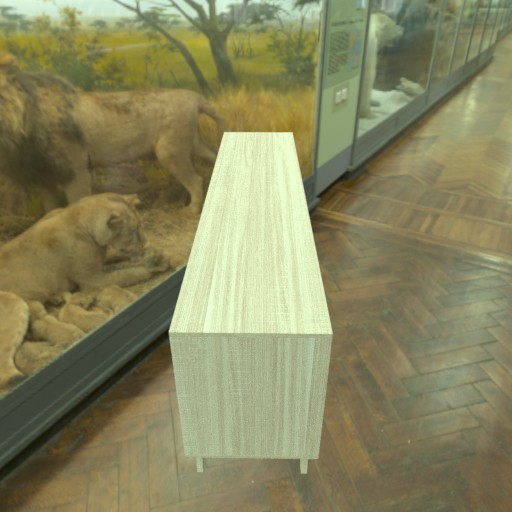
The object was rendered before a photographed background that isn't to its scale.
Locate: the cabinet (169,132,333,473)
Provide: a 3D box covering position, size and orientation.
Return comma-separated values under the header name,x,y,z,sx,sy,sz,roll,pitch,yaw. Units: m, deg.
name,x,y,z,sx,sy,sz,roll,pitch,yaw
cabinet,0.000,0.000,2.493,0.500,0.780,2.200,0,31,1
